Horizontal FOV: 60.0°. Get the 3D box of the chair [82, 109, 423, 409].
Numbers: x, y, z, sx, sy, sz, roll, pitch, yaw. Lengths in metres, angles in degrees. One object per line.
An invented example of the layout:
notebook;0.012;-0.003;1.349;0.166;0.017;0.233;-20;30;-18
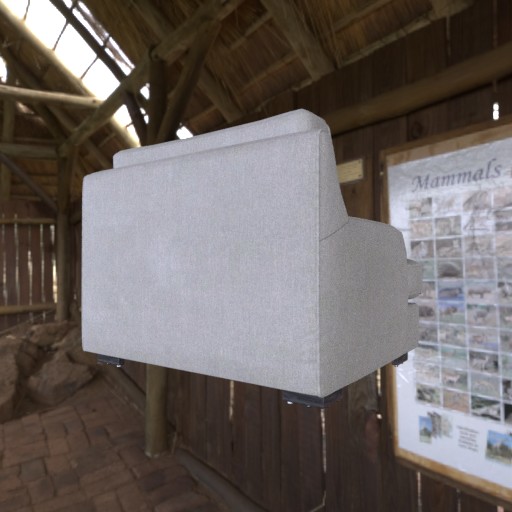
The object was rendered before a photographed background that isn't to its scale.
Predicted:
chair;0.000;0.000;2.047;1.270;0.974;1.043;-1;-1;36
